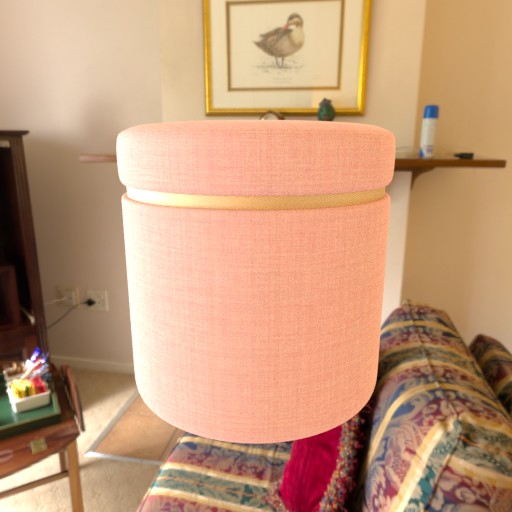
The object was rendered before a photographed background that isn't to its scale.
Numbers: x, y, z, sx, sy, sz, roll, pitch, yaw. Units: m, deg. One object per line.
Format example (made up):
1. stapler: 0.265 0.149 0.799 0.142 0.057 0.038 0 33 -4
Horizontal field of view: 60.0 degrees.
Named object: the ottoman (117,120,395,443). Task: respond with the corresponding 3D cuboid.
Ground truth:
1. ottoman: 0.000 0.000 0.705 0.400 0.406 0.400 0 14 0
